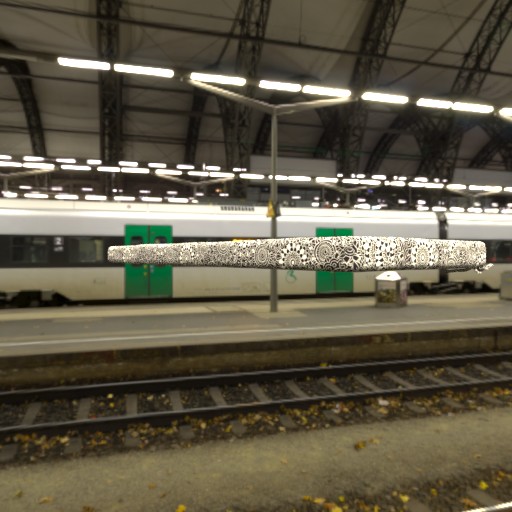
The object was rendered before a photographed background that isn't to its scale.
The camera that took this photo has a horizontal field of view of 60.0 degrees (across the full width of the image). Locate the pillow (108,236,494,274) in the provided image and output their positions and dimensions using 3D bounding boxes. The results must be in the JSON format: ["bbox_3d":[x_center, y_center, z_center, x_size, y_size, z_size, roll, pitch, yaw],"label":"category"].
[{"bbox_3d":[0.000,0.000,1.303,0.492,0.081,1.187,0,0,-38],"label":"pillow"}]
